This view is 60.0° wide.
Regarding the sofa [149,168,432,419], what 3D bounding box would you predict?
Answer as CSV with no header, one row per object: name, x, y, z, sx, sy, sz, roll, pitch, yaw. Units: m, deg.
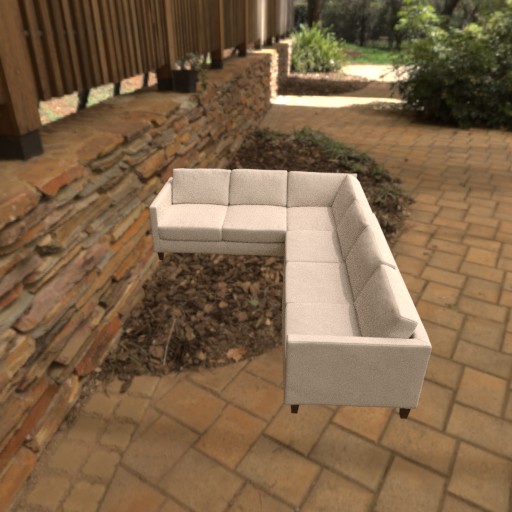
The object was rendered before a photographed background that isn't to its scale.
sofa,0.000,0.000,4.358,2.432,0.863,3.182,2,29,3
